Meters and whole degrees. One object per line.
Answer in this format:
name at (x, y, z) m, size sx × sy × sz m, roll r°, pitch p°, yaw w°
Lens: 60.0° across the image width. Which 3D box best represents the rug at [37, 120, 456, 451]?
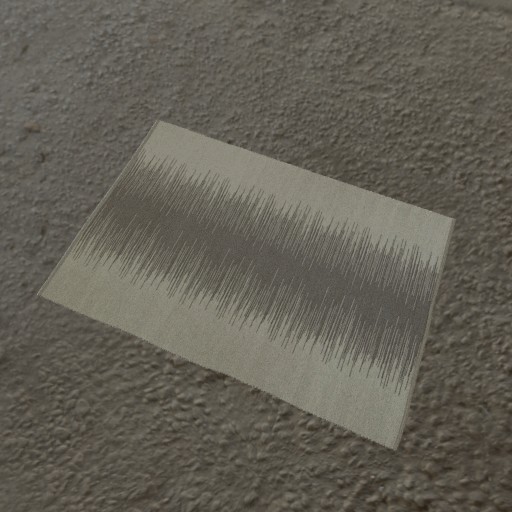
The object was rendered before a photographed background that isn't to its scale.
rug at (0.000, 0.000, 2.263) m, size 1.815 × 0.007 × 1.226 m, roll 21°, pitch 65°, yaw 10°
